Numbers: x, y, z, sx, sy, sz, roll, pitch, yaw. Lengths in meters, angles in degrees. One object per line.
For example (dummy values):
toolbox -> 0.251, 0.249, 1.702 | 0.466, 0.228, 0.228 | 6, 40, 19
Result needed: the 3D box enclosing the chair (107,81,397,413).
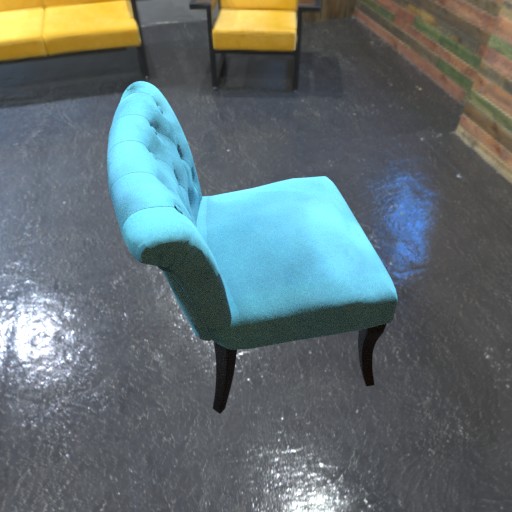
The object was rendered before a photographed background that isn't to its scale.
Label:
chair -> 0.000, 0.000, 1.159 | 0.605, 0.750, 0.582 | -10, 46, -9
